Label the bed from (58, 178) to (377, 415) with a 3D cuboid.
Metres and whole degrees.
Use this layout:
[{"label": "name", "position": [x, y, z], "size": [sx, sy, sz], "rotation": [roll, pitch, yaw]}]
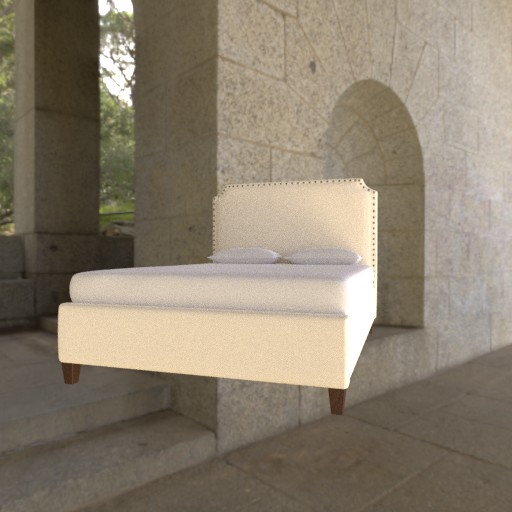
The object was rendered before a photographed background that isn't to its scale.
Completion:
[{"label": "bed", "position": [0.000, 0.000, 3.453], "size": [1.712, 1.497, 2.372], "rotation": [0, 1, 18]}]
